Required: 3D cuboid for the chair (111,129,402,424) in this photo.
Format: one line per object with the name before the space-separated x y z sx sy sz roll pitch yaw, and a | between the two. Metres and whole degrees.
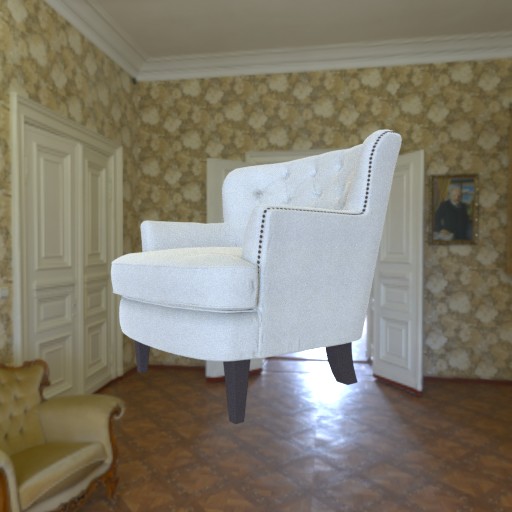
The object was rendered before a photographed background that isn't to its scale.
chair | 0.000 0.000 1.586 0.906 0.868 0.848 0 0 -37
